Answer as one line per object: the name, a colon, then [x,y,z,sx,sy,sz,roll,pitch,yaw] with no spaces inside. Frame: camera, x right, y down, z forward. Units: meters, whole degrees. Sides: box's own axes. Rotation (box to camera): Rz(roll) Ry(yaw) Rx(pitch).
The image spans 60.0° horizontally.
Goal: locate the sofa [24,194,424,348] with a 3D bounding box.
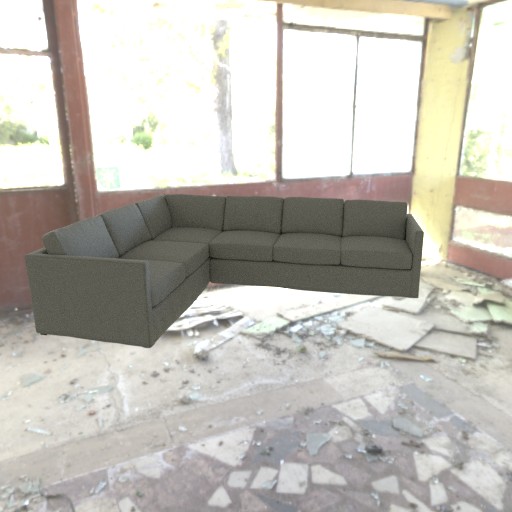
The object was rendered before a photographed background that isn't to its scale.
sofa: [0.000,0.000,4.322,3.182,0.871,2.432,3,16,11]
